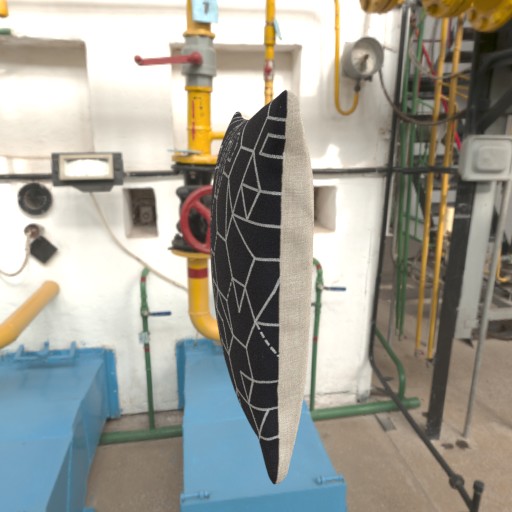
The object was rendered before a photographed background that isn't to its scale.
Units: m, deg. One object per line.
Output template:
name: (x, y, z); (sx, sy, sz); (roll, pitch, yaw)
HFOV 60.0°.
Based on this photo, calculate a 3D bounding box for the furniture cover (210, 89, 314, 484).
furniture cover: (0.000, 0.000, 0.778); (0.158, 0.508, 0.517); (-2, 15, -8)
